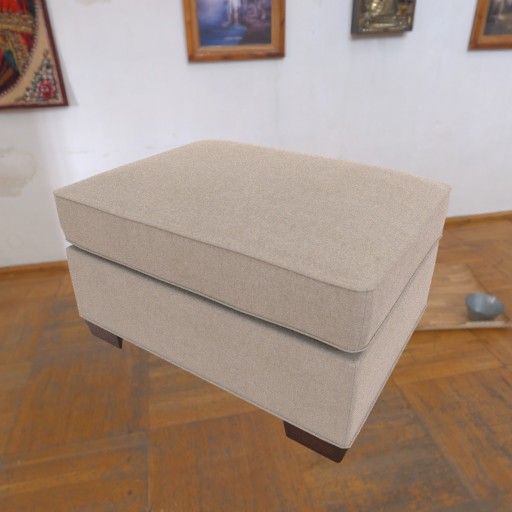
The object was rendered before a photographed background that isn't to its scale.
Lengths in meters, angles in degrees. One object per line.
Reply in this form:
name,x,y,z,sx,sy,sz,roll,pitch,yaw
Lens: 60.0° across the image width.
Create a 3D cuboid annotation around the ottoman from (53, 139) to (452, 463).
ottoman,0.000,0.000,1.221,0.846,0.503,0.617,17,33,29
